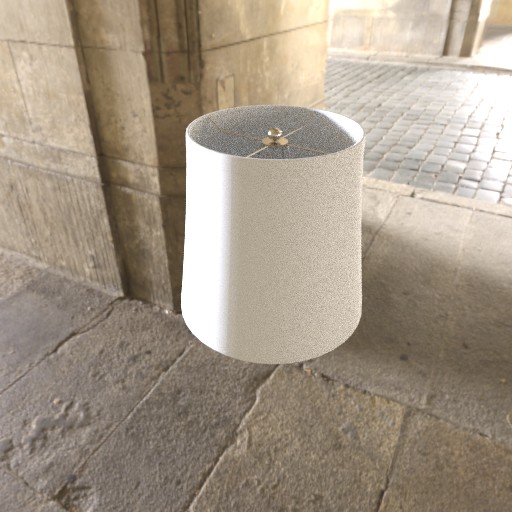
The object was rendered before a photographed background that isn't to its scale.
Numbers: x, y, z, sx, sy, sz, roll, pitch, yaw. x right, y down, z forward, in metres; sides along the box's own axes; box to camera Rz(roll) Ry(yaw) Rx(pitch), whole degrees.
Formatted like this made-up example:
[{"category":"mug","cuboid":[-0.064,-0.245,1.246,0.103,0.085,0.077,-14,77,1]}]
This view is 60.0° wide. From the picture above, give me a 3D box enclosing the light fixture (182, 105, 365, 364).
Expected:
[{"category":"light fixture","cuboid":[0.000,0.000,0.594,0.223,0.381,0.348,-10,34,-15]}]
